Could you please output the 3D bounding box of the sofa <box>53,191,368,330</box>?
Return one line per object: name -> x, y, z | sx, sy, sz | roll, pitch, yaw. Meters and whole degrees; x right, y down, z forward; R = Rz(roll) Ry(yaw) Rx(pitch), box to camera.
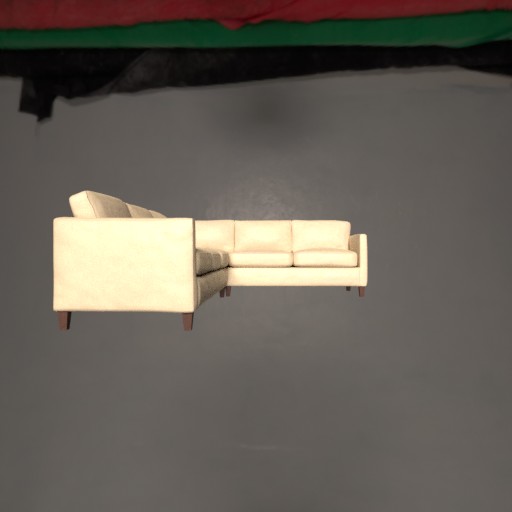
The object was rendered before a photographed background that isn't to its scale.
sofa -> 0.000, 0.000, 4.410 | 2.593, 0.947, 3.302 | 0, 0, 1
